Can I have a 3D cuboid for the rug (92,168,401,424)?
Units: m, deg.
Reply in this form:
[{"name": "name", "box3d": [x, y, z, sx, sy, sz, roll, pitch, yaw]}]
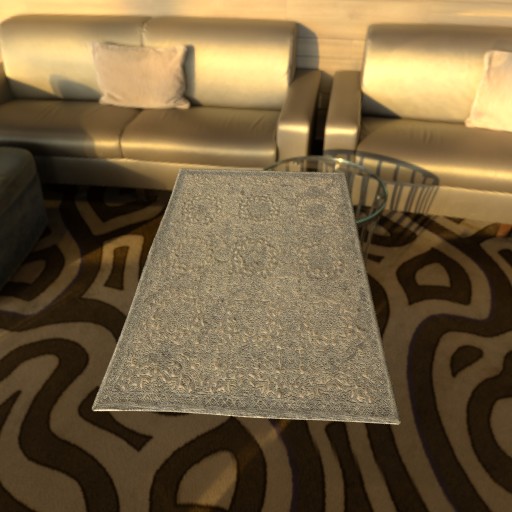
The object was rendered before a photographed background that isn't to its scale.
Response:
[{"name": "rug", "box3d": [0.000, 0.000, 3.146, 1.535, 0.022, 2.498, 2, 40, 2]}]
